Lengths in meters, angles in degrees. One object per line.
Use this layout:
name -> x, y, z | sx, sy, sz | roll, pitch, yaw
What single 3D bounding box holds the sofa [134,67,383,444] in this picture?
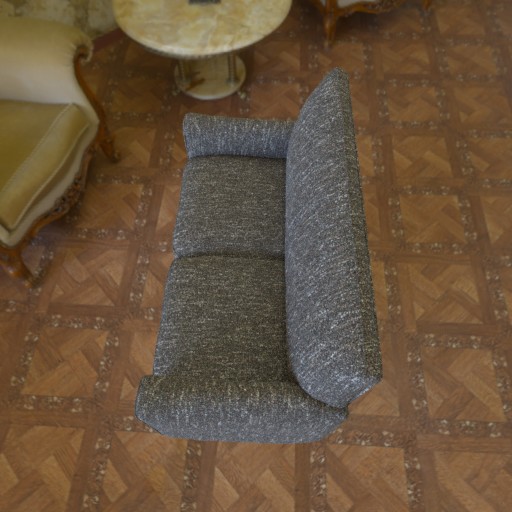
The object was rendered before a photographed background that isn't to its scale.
sofa -> 0.000, 0.000, 2.029 | 0.801, 0.946, 1.519 | 2, 58, 1
